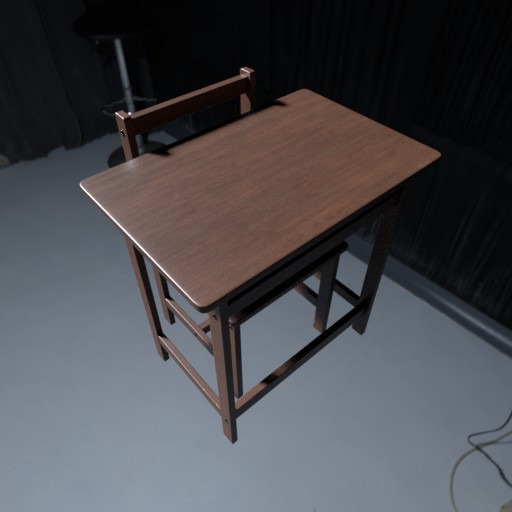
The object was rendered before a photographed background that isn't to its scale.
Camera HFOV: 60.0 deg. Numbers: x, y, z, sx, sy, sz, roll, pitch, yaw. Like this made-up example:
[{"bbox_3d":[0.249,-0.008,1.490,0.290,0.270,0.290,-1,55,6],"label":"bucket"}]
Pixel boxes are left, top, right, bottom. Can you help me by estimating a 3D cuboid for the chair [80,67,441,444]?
[{"bbox_3d":[0.000,0.000,1.065,0.599,0.673,0.463,-32,53,-27],"label":"chair"}]
